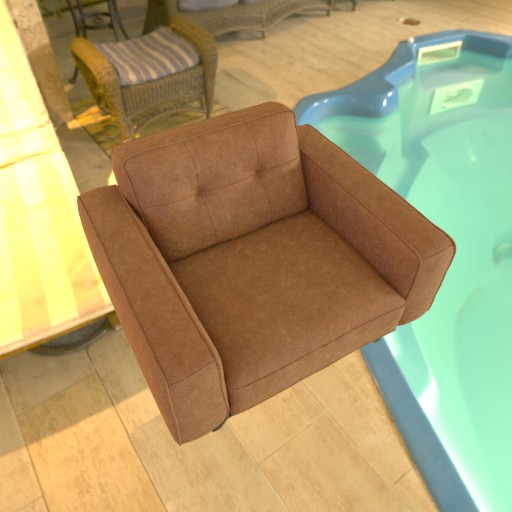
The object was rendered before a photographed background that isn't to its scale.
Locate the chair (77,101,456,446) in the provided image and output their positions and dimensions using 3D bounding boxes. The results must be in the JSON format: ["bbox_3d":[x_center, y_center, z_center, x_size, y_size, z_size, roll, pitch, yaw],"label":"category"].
[{"bbox_3d":[0.000,0.000,1.738,1.118,0.782,0.952,-23,51,-20],"label":"chair"}]
